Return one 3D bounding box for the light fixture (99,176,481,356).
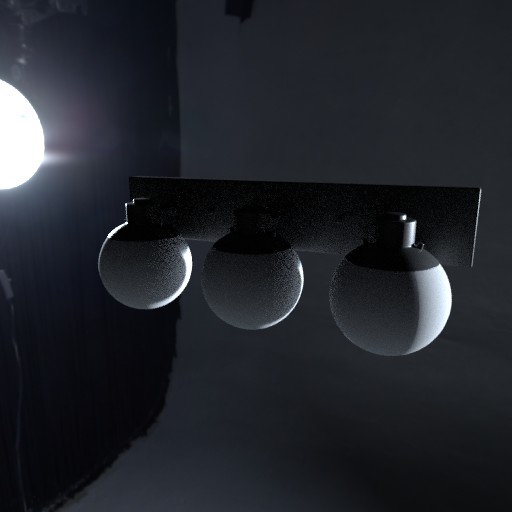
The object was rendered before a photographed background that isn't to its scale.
[{"bbox_3d":[0.000,0.000,0.820,0.721,0.263,0.218,6,15,25],"label":"light fixture"}]
